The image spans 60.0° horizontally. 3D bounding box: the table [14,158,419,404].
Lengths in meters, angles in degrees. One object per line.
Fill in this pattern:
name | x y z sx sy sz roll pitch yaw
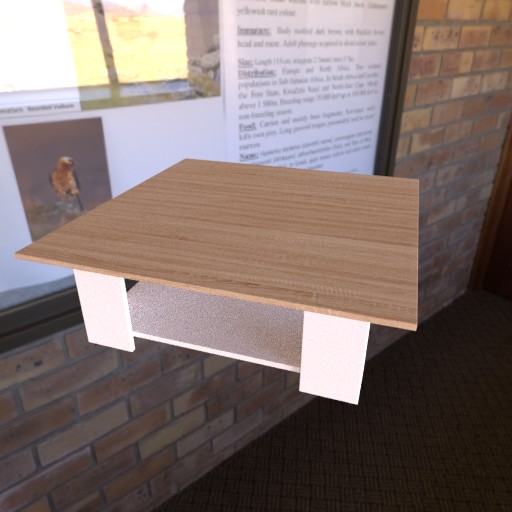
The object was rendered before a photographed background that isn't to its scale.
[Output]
table | 0.000 0.000 1.348 0.890 0.305 0.890 9 28 16
